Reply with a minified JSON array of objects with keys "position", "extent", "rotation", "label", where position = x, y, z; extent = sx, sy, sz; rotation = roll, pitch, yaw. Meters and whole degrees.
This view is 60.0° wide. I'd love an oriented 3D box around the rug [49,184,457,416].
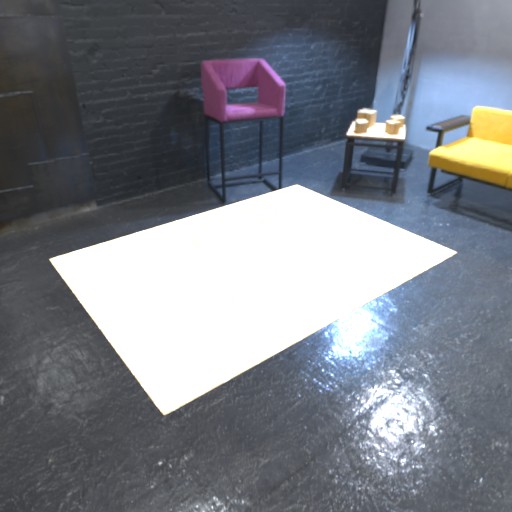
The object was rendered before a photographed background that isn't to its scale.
[{"position":[0.000,0.000,4.483],"extent":[3.353,0.010,2.438],"rotation":[-21,36,-32],"label":"rug"}]
